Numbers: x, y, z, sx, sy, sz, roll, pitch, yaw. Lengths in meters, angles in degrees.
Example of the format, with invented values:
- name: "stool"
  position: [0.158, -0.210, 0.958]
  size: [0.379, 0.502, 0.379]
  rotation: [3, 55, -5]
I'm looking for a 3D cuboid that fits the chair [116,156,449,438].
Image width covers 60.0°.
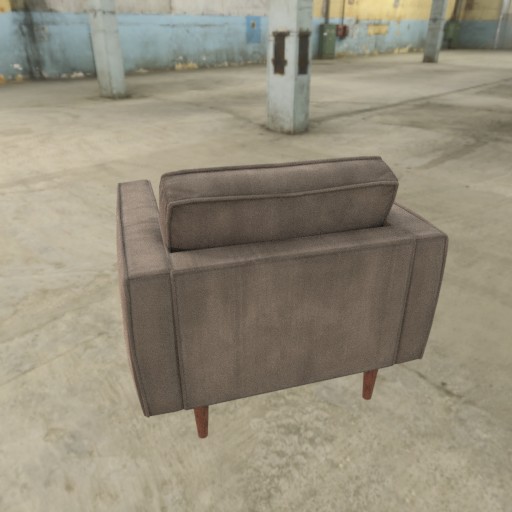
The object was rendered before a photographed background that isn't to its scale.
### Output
- name: "chair"
  position: [0.000, 0.000, 1.555]
  size: [0.928, 0.773, 0.843]
  rotation: [-8, 27, -15]
